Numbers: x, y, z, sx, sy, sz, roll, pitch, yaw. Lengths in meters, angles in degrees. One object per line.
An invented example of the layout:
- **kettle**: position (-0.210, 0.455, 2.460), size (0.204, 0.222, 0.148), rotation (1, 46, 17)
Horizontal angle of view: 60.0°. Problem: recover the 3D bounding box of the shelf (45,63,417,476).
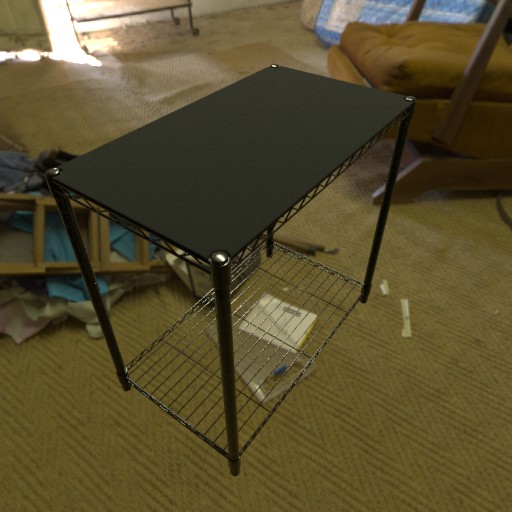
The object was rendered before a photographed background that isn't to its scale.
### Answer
- **shelf**: position (0.000, 0.000, 0.926), size (0.338, 0.564, 0.589), rotation (26, 48, 26)
